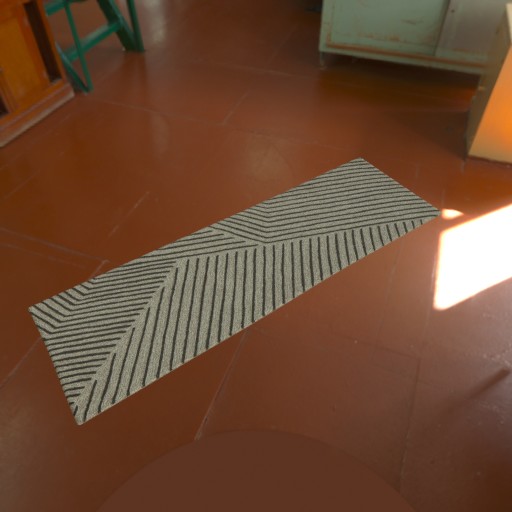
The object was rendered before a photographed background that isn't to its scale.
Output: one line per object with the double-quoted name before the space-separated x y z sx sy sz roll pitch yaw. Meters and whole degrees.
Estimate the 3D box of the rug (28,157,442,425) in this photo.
"rug" 0.000 0.000 2.629 2.439 0.020 0.773 -27 53 -23
